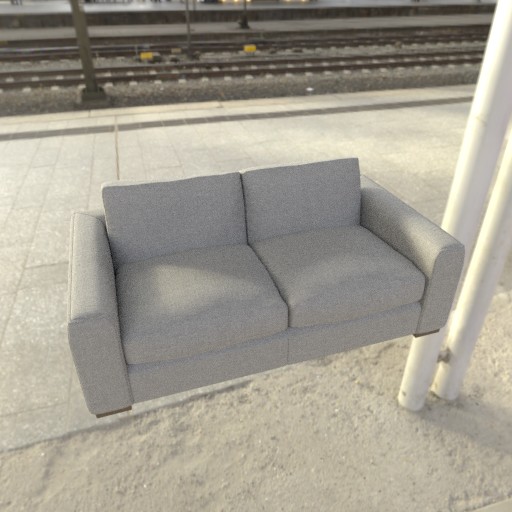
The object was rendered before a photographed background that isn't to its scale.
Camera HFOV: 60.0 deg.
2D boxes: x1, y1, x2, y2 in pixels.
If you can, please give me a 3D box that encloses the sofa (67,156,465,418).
[{"bbox_3d":[0.000,0.000,2.448,1.920,0.800,1.069,-10,33,-15],"label":"sofa"}]
